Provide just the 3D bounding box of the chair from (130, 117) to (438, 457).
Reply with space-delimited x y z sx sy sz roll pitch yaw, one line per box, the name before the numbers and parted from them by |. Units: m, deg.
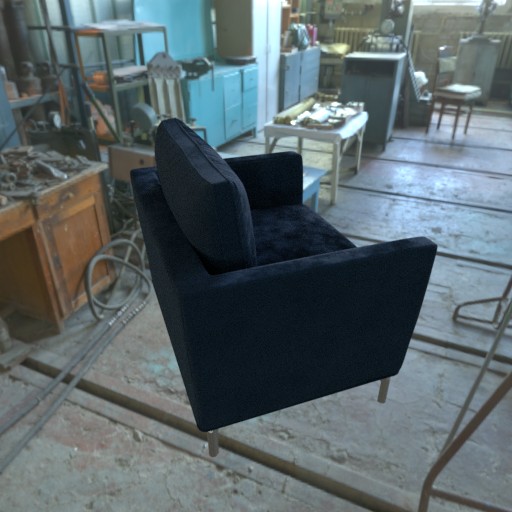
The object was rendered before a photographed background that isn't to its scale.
chair | 0.000 0.000 1.628 0.746 0.893 0.977 -11 32 -18
